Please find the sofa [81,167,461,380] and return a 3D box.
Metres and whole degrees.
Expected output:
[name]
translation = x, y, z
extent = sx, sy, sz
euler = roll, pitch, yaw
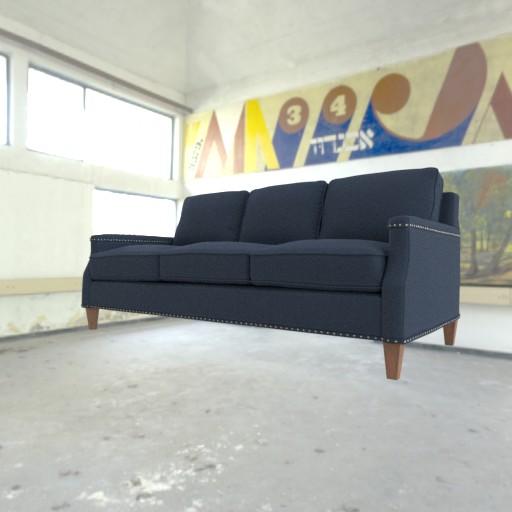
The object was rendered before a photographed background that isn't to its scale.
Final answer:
[sofa]
translation = 0.000, 0.000, 2.800
extent = 2.246, 1.003, 1.084
euler = 0, -1, 37
